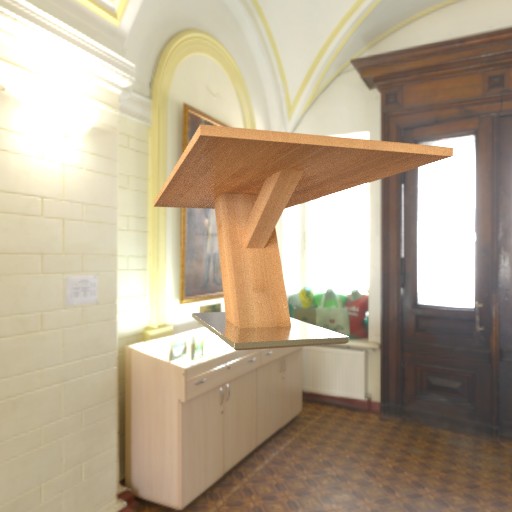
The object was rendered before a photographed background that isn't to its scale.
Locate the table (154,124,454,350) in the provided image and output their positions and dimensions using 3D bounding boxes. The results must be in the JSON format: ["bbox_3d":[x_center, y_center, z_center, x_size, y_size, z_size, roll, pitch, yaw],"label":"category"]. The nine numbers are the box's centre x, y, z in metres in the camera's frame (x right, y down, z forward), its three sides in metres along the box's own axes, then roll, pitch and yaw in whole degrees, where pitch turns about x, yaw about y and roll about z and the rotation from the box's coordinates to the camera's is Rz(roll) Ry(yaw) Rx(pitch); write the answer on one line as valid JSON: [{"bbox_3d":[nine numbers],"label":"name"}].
[{"bbox_3d":[0.000,0.000,2.285,0.900,0.750,1.800,0,-1,-17],"label":"table"}]
